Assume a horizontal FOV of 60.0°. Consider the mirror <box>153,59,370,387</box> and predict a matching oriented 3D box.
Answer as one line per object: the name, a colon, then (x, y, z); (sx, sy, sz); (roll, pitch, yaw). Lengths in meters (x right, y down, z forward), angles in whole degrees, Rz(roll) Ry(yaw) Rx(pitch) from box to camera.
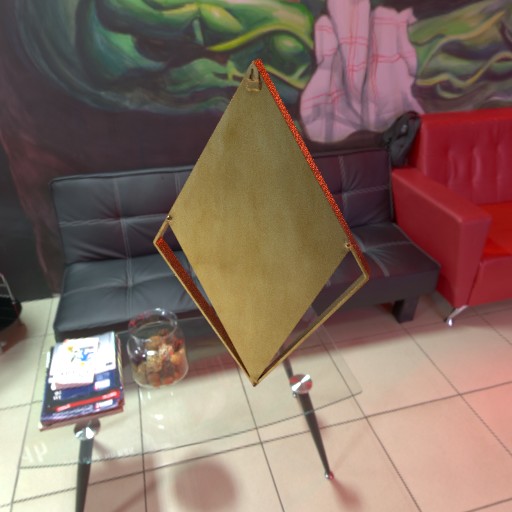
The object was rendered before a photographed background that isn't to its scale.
mirror: (0.000, 0.000, 0.833); (0.419, 0.679, 0.032); (9, 33, 15)
